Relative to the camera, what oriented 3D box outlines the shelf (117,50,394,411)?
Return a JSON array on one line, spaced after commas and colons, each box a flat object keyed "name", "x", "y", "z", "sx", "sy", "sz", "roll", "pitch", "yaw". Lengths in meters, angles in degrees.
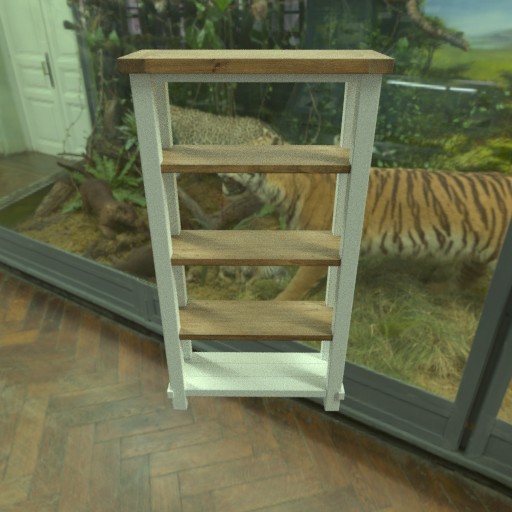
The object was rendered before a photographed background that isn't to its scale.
[{"name": "shelf", "x": 0.000, "y": 0.000, "z": 2.255, "sx": 1.022, "sy": 1.878, "sz": 0.381, "roll": 0, "pitch": 29, "yaw": 0}]
